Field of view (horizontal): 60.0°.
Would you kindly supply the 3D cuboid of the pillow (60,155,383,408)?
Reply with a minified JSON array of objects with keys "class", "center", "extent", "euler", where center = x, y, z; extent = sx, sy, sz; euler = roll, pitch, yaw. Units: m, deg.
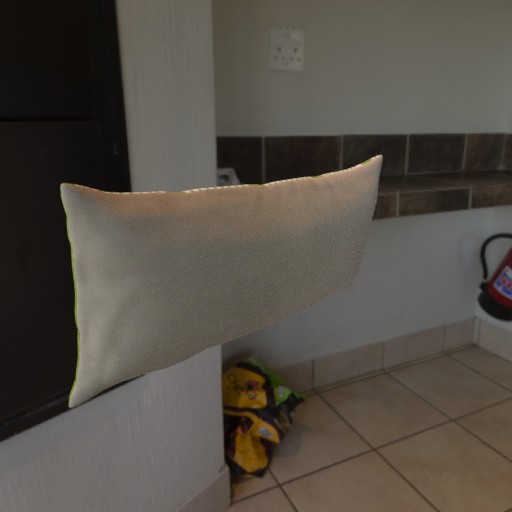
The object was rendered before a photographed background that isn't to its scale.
[{"class":"pillow","center":[0.000,0.000,0.705],"extent":[0.608,0.292,0.156],"euler":[-15,22,-42]}]
